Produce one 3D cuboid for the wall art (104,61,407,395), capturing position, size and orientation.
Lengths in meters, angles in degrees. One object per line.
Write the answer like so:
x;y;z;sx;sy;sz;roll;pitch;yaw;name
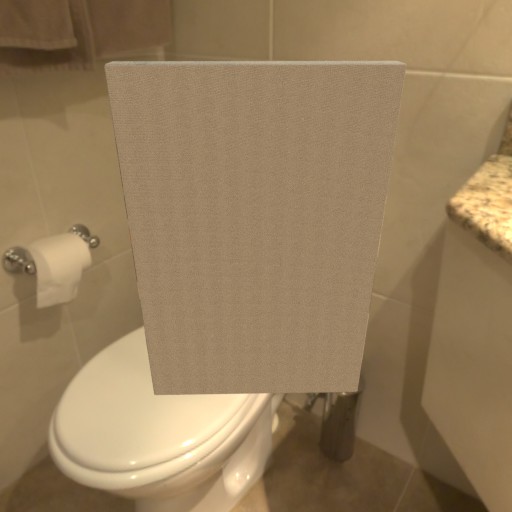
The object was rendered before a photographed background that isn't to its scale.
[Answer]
0.000;0.000;1.133;0.609;0.911;0.061;-1;29;-1;wall art
